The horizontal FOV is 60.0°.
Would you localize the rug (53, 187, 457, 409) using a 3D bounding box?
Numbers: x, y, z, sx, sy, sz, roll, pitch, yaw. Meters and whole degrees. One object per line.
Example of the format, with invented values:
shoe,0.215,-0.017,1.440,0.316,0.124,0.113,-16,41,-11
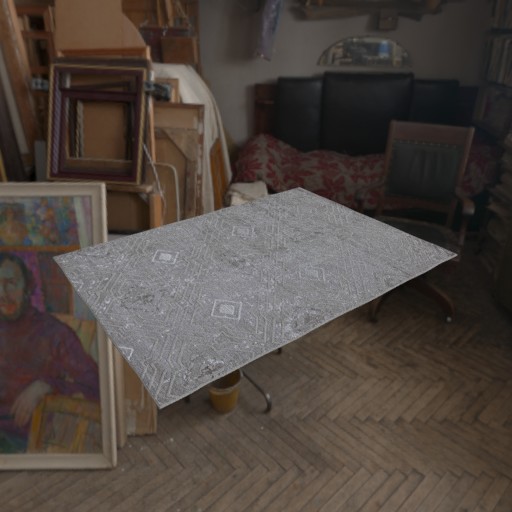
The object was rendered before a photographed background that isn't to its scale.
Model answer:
rug,0.000,0.000,4.533,3.359,0.020,2.448,-20,35,-31
